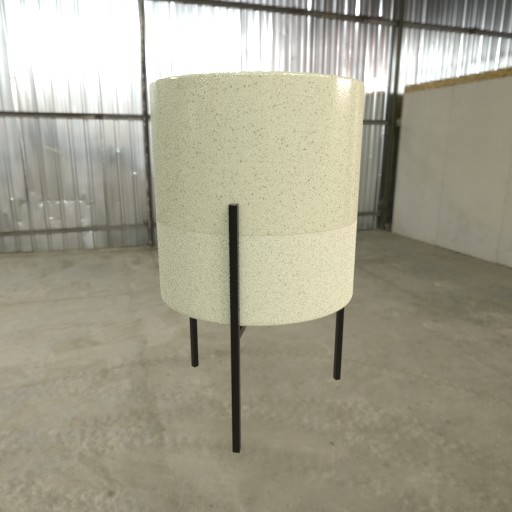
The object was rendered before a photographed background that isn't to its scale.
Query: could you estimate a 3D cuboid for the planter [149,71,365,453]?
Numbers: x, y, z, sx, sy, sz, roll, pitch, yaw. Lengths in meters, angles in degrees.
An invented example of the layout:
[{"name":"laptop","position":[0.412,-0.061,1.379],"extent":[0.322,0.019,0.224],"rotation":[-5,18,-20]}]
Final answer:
[{"name":"planter","position":[0.000,0.000,0.538],"extent":[0.234,0.390,0.243],"rotation":[3,15,10]}]
